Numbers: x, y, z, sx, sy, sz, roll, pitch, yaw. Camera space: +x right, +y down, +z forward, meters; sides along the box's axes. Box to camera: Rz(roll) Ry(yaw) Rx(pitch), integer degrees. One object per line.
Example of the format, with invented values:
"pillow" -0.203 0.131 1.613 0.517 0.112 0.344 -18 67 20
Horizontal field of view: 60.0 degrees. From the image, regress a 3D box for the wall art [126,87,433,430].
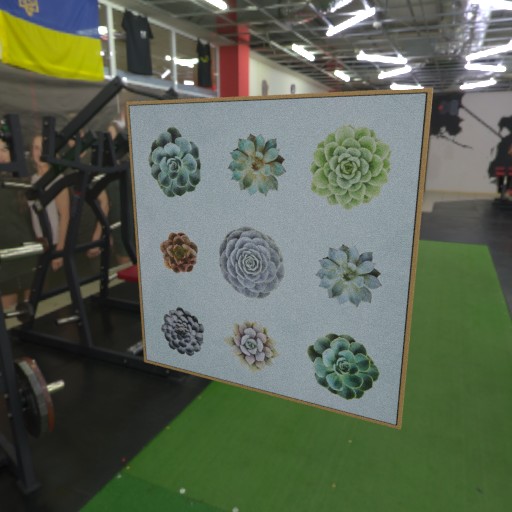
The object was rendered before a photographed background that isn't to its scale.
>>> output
"wall art" 0.000 0.000 1.408 0.962 0.959 0.013 7 16 25
